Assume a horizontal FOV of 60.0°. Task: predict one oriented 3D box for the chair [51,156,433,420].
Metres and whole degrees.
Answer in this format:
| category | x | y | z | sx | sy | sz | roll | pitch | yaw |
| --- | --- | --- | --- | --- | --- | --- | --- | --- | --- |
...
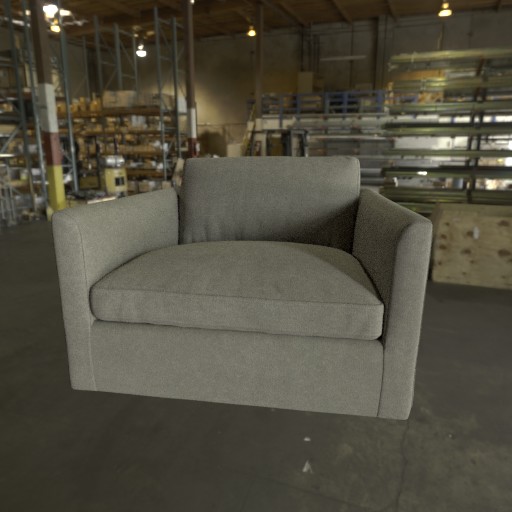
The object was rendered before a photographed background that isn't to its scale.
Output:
| category | x | y | z | sx | sy | sz | roll | pitch | yaw |
| --- | --- | --- | --- | --- | --- | --- | --- | --- | --- |
| chair | 0.000 | 0.000 | 1.894 | 1.190 | 0.845 | 1.091 | 2 | 14 | 9 |
